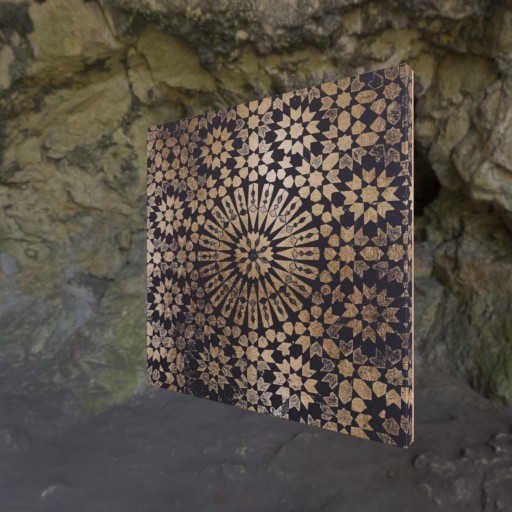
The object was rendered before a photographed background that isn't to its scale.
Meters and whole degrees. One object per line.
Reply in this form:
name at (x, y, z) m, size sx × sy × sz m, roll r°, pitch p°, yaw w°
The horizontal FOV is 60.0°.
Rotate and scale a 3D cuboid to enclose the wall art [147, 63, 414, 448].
wall art at (0.000, 0.000, 0.892) m, size 0.612 × 0.612 × 0.038 m, roll 0°, pitch 0°, yaw 35°
